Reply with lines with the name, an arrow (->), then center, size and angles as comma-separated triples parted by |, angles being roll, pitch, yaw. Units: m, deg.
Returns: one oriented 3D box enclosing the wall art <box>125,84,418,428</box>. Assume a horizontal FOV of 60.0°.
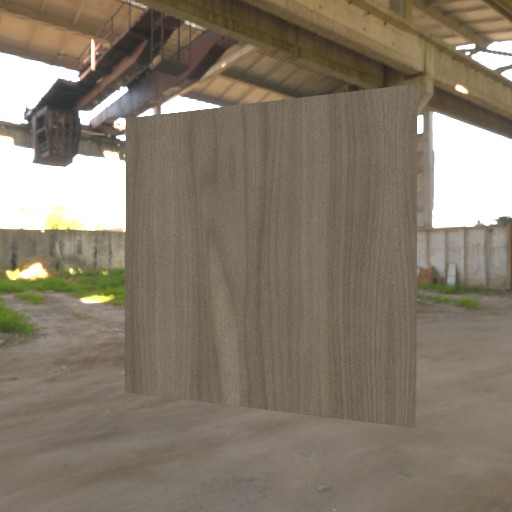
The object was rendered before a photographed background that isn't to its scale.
wall art -> 0.000, 0.000, 0.743 | 0.508, 0.507, 0.016 | 0, 1, 19
